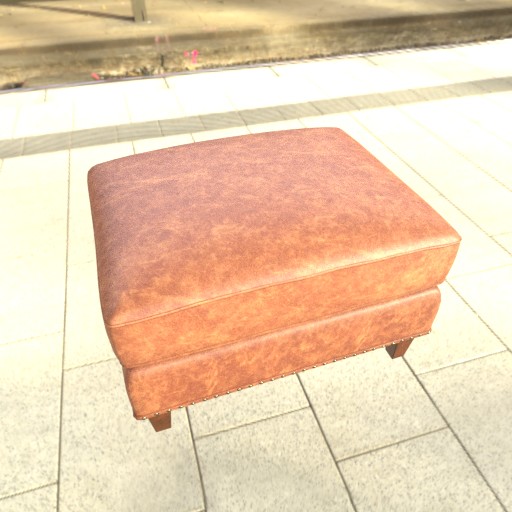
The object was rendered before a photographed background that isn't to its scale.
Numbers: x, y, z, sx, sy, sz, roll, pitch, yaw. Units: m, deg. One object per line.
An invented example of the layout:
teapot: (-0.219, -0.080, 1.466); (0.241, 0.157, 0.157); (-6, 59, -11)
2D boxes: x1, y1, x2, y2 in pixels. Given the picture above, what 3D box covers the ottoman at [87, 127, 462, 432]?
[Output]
ottoman: (0.000, 0.000, 1.145); (0.742, 0.486, 0.586); (-13, 42, -14)
